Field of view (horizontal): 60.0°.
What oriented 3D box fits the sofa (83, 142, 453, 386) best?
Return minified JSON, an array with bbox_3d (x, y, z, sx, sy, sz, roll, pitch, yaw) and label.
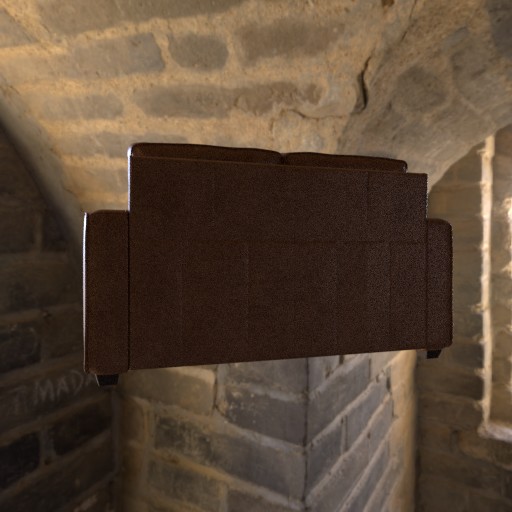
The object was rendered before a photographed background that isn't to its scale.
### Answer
[{"bbox_3d":[0.000,0.000,2.161,1.532,0.896,1.020,0,1,-17],"label":"sofa"}]
